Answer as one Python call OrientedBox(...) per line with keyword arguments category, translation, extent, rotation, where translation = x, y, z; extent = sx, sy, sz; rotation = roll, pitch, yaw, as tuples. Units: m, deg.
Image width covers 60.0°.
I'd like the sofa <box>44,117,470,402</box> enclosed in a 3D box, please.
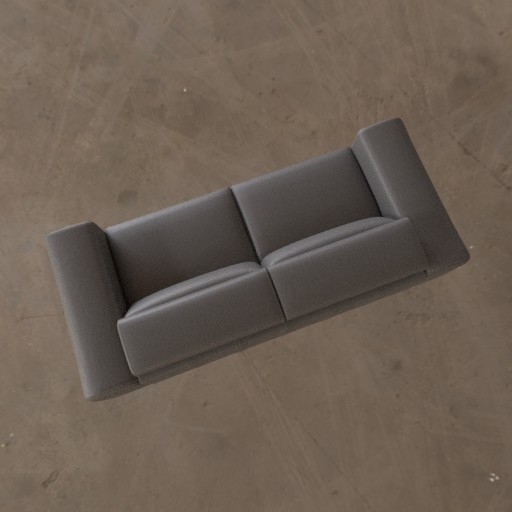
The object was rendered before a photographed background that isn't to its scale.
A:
OrientedBox(category="sofa", translation=(0.000, 0.000, 2.773), extent=(2.321, 0.759, 1.023), rotation=(-20, 76, -5))
